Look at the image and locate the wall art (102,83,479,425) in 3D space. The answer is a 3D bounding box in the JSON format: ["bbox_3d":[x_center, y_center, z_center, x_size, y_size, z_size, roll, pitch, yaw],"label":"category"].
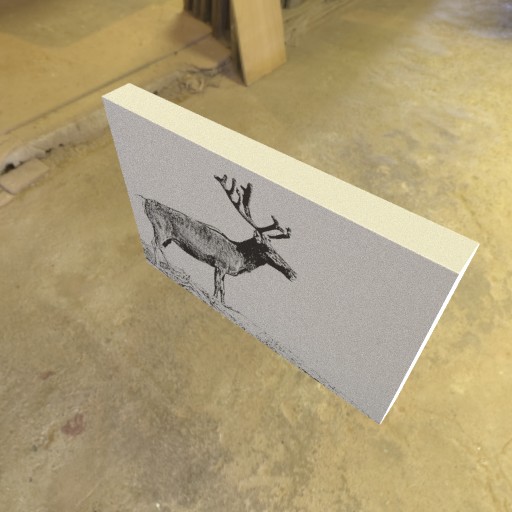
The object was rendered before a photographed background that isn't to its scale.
[{"bbox_3d":[0.000,0.000,0.483,0.381,0.259,0.038,31,55,25],"label":"wall art"}]
